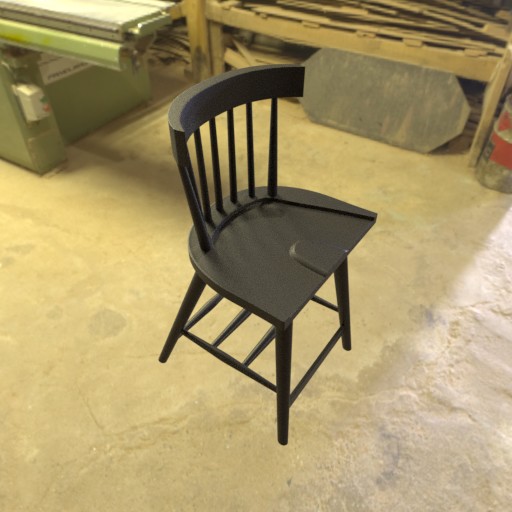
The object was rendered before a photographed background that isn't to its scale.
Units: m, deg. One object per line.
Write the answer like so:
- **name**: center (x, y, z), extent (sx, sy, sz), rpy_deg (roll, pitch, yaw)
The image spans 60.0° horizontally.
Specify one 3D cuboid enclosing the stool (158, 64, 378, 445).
- **stool**: center (0.000, 0.000, 1.302), extent (0.549, 0.953, 0.494), rpy_deg (25, 47, 26)
